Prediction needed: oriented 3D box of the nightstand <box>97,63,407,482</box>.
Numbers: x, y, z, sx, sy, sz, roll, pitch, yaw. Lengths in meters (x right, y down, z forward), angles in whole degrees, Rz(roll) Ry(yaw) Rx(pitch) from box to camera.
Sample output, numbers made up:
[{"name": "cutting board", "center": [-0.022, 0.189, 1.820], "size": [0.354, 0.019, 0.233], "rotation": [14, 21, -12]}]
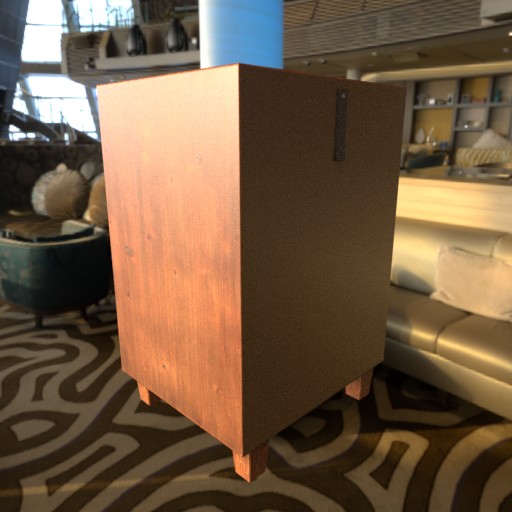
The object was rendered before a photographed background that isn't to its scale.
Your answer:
[{"name": "nightstand", "center": [0.000, 0.000, 0.967], "size": [0.410, 0.695, 0.465], "rotation": [15, 22, 43]}]
